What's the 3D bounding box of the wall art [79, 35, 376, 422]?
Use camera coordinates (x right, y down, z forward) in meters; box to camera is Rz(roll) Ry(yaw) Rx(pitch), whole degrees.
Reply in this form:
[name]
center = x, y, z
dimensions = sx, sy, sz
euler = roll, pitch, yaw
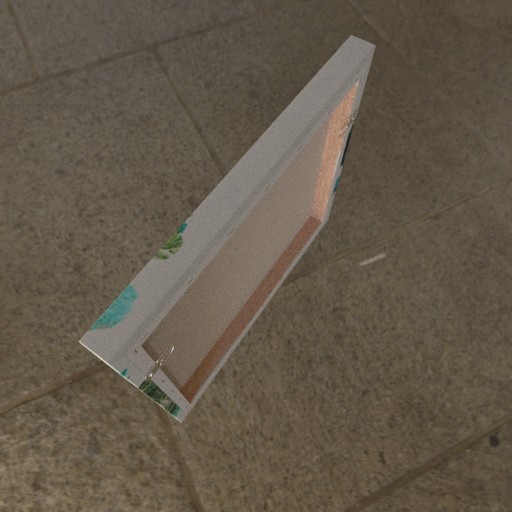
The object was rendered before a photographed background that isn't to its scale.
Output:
[wall art]
center = 0.000, 0.000, 0.684
dimensions = 0.041, 0.435, 0.507
euler = 32, 67, 15
